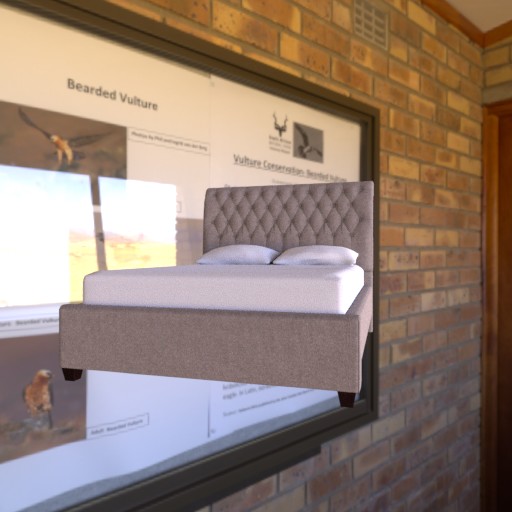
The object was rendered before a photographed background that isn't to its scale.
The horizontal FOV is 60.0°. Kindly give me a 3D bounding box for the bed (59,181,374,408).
[{"bbox_3d":[0.000,0.000,3.304,1.645,1.371,2.252,0,0,16],"label":"bed"}]
